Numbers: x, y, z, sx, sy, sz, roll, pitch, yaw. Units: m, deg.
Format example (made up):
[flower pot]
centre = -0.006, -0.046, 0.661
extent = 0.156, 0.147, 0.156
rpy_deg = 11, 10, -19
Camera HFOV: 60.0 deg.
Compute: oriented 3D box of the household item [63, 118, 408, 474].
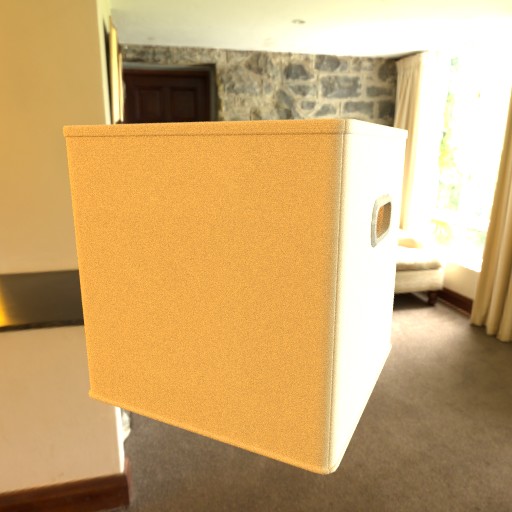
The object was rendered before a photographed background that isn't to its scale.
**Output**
[household item]
centre = 0.000, 0.000, 0.551
extent = 0.305, 0.305, 0.305
rpy_deg = 7, 16, 25
